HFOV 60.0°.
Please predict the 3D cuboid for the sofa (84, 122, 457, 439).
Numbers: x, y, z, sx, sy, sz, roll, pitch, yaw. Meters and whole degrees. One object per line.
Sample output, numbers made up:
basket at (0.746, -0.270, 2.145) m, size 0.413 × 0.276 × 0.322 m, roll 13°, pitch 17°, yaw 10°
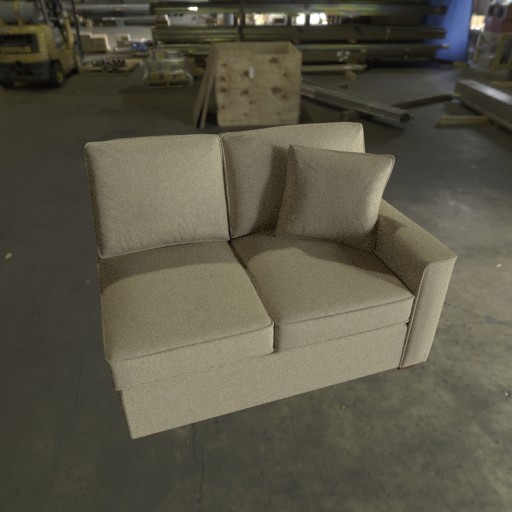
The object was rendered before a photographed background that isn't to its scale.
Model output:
sofa at (0.000, 0.000, 2.031) m, size 1.388 × 0.989 × 0.991 m, roll -10°, pitch 33°, yaw -15°
